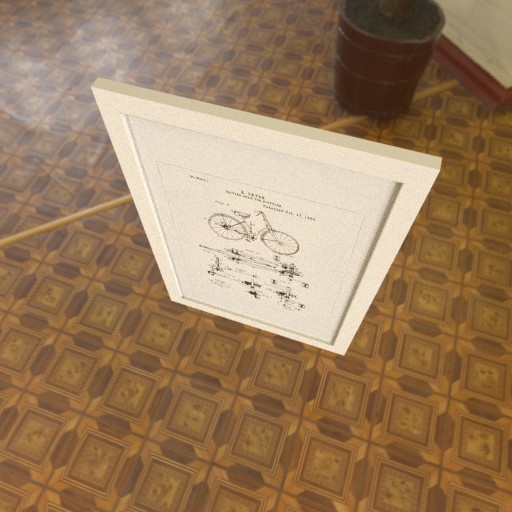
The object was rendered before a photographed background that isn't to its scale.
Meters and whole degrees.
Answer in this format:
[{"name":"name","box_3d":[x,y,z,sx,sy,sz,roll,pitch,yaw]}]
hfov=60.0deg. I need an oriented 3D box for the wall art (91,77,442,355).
[{"name":"wall art","box_3d":[0.000,0.000,0.607,0.332,0.477,0.015,16,60,10]}]
